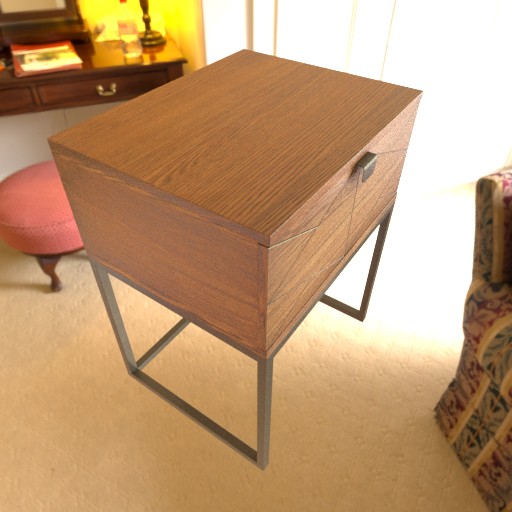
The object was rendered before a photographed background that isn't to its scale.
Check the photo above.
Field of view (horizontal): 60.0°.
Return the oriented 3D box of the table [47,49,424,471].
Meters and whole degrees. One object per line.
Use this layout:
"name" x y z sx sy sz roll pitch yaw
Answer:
"table" 0.000 0.000 0.904 0.400 0.610 0.482 25 48 25
